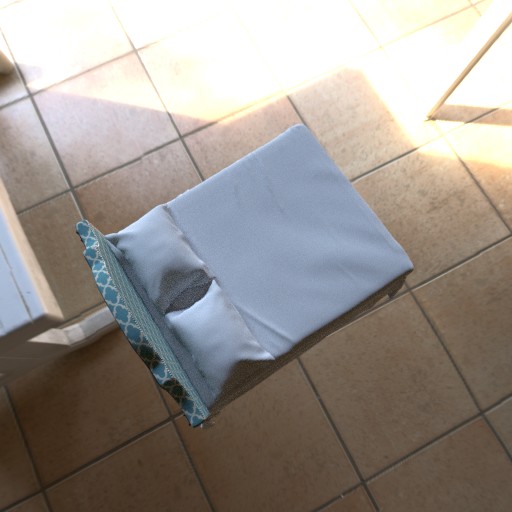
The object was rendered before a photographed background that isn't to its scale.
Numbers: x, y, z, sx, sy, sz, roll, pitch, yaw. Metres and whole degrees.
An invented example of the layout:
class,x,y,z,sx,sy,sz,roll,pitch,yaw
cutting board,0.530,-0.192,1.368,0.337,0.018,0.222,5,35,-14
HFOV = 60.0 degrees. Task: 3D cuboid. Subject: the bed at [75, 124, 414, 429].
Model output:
class,x,y,z,sx,sy,sz,roll,pitch,yaw
bed,0.000,0.000,3.428,2.222,1.633,1.780,-33,78,-8
